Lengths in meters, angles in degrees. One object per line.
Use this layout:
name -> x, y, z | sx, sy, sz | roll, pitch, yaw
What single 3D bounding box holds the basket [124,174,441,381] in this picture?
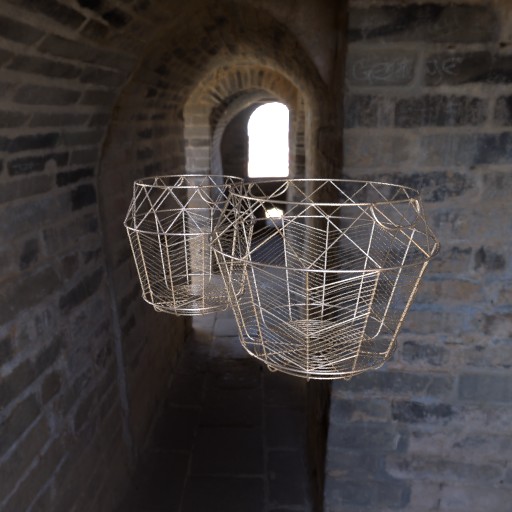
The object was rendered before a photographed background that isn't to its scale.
basket -> 0.000, 0.000, 1.028 | 0.805, 0.343, 0.451 | 14, 21, 41
